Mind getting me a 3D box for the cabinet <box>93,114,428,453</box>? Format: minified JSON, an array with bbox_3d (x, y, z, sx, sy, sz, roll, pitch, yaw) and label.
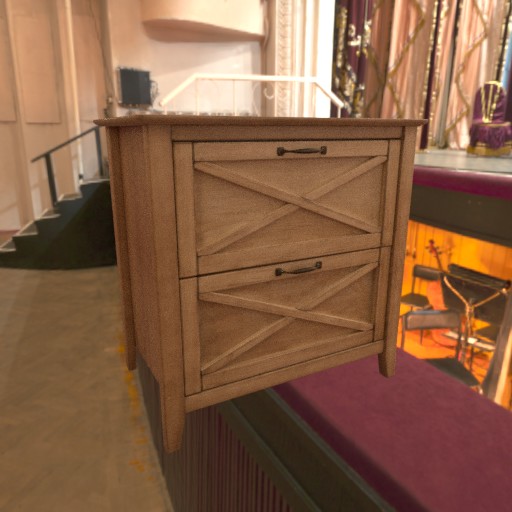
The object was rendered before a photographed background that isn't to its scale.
[{"bbox_3d":[0.000,0.000,1.295,0.763,0.762,0.503,-8,18,-27],"label":"cabinet"}]
